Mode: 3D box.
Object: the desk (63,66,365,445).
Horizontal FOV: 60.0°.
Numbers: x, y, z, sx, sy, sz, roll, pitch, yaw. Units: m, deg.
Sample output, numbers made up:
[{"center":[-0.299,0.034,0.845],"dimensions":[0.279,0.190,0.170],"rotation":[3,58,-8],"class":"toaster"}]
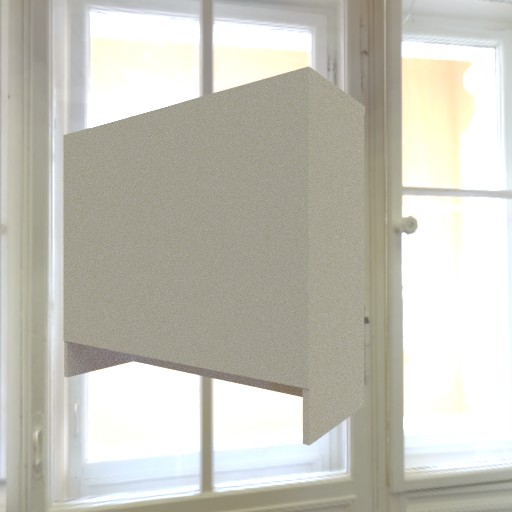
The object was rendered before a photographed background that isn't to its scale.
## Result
[{"center":[0.000,0.000,1.604],"dimensions":[0.940,0.818,0.926],"rotation":[0,0,35],"class":"desk"}]
